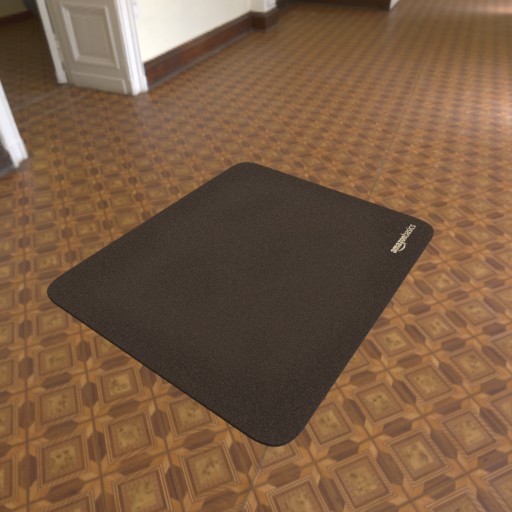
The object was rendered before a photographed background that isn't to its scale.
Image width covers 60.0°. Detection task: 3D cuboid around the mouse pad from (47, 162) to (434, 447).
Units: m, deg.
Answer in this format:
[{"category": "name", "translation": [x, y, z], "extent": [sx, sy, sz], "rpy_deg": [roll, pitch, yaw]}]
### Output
[{"category": "mouse pad", "translation": [0.000, 0.000, 0.350], "extent": [0.211, 0.002, 0.249], "rpy_deg": [25, 45, 27]}]
